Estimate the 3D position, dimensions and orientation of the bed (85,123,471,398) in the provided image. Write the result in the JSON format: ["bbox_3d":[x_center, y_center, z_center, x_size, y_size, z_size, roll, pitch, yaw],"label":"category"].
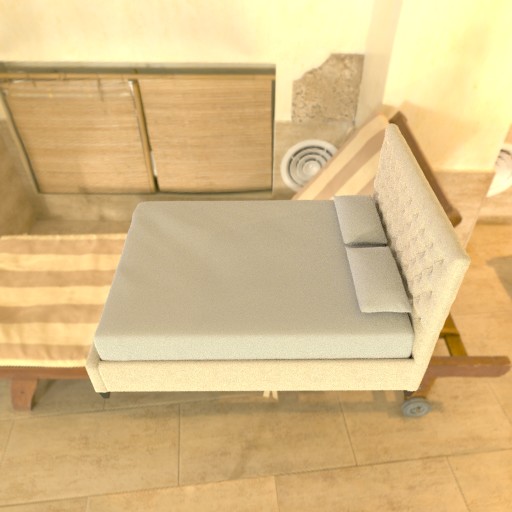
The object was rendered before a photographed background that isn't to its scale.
[{"bbox_3d":[0.000,0.000,3.492,2.387,1.427,1.698,0,42,0],"label":"bed"}]
